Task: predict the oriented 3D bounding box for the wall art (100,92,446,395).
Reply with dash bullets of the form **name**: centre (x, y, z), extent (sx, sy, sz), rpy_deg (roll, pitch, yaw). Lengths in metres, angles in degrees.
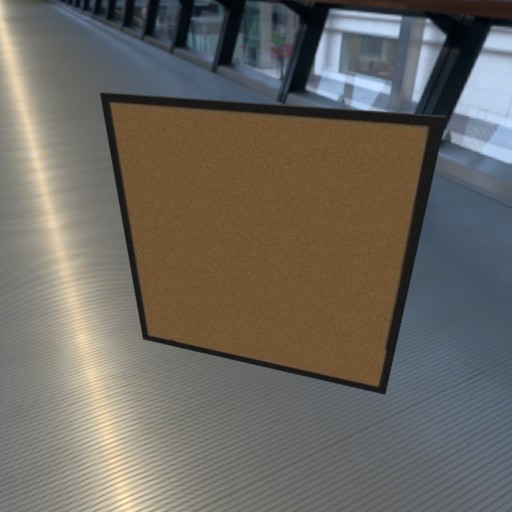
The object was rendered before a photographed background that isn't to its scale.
- **wall art**: centre (0.000, 0.000, 1.235), extent (0.823, 0.823, 0.013), rpy_deg (9, 32, 15)
